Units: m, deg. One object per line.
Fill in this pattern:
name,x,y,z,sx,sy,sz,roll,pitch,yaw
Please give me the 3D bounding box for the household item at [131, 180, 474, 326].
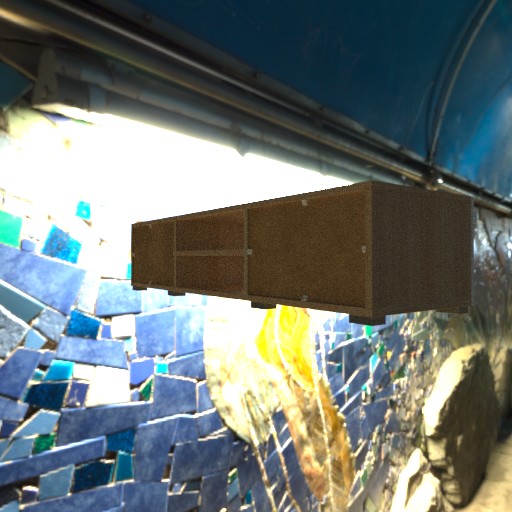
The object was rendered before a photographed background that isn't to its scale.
household item,0.000,0.000,1.624,0.420,0.310,1.400,0,-1,-36
